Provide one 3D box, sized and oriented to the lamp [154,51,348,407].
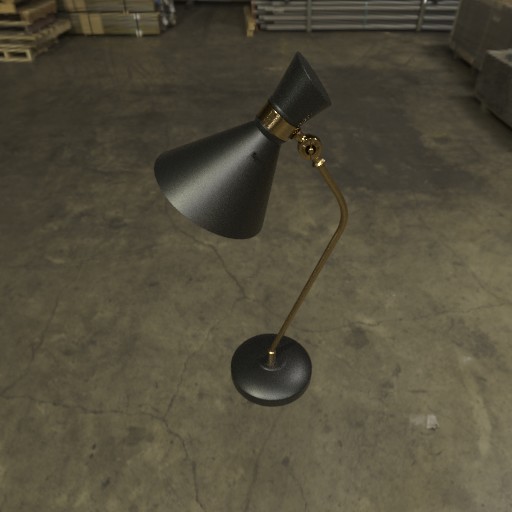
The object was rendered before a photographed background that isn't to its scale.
[{"bbox_3d":[0.000,0.000,0.755,0.292,0.647,0.189,0,39,0],"label":"lamp"}]
